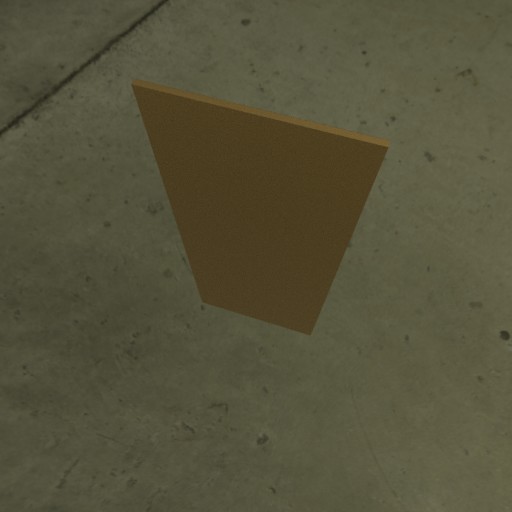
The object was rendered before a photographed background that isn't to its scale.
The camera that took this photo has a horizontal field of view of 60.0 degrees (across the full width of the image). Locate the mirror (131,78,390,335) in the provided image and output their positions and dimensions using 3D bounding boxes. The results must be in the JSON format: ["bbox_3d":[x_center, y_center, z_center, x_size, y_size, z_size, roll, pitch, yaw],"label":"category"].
[{"bbox_3d":[0.000,0.000,2.255,0.812,2.031,0.025,16,66,8],"label":"mirror"}]
